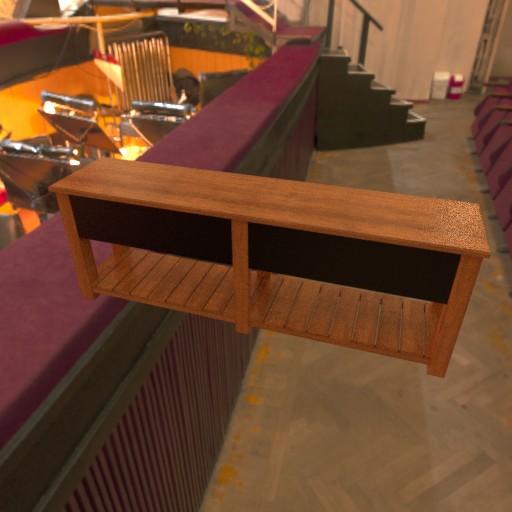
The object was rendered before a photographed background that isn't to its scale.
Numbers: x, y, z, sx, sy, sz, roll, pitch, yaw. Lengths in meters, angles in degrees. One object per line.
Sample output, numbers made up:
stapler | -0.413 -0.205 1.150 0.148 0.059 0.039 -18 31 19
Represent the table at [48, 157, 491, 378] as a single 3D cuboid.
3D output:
table | 0.000 0.000 2.081 1.815 0.635 0.425 10 34 15
